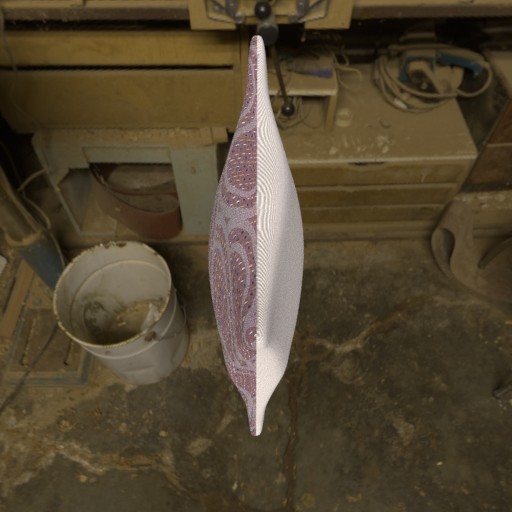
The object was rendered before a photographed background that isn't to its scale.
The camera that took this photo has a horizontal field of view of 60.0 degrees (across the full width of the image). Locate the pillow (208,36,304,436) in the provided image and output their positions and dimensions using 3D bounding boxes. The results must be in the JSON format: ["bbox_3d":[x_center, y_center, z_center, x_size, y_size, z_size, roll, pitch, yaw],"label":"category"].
[{"bbox_3d":[0.000,0.000,0.782,0.163,0.513,0.514,0,58,0],"label":"pillow"}]
